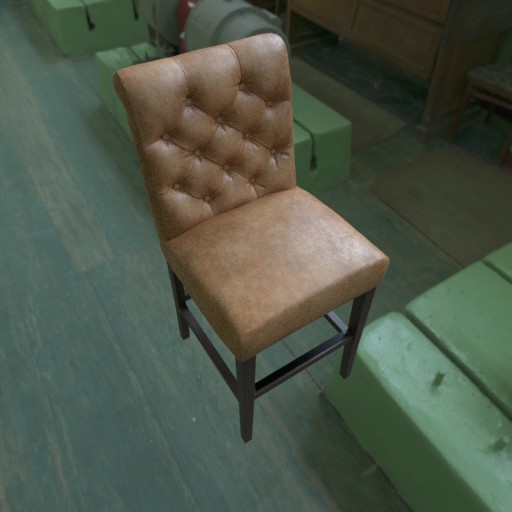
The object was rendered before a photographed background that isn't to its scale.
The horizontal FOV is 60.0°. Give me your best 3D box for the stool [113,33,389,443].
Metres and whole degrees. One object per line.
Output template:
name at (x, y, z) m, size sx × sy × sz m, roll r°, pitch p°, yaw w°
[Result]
stool at (0.000, 0.000, 1.338) m, size 0.493 × 1.047 × 0.601 m, roll -25°, pitch 51°, yaw -22°
